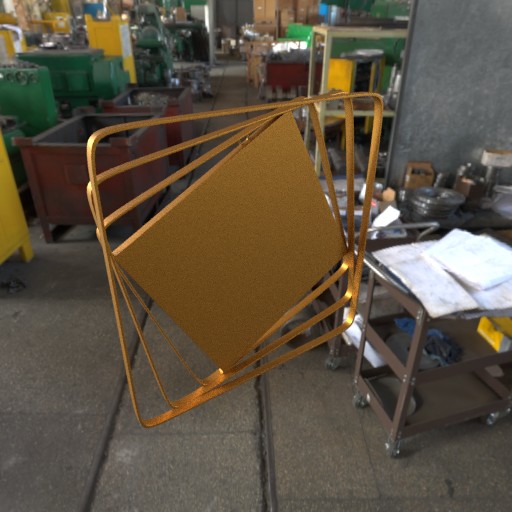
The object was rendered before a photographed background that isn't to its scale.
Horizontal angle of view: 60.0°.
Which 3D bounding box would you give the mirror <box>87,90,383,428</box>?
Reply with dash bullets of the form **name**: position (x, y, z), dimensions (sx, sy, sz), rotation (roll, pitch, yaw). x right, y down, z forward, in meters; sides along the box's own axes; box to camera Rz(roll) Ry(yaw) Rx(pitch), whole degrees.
- **mirror**: position (0.000, 0.000, 0.703), dimensions (0.470, 0.468, 0.045), rotation (-19, 34, -30)
